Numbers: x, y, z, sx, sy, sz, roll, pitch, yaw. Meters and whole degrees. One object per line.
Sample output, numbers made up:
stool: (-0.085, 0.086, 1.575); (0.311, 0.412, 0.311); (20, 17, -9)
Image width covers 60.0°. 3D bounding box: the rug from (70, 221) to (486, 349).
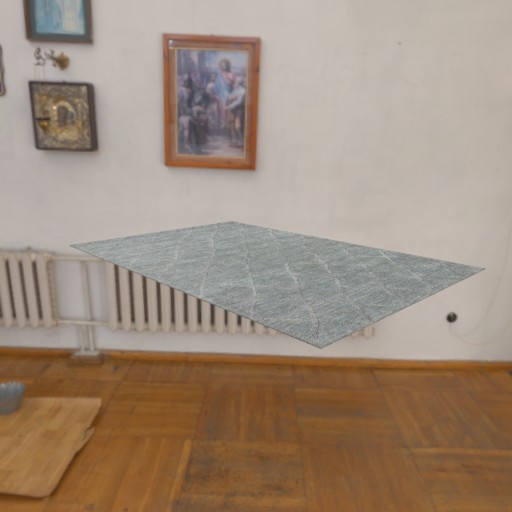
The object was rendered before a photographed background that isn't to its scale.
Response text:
rug: (0.000, 0.000, 2.880); (1.521, 0.006, 2.283); (-13, 19, -42)
